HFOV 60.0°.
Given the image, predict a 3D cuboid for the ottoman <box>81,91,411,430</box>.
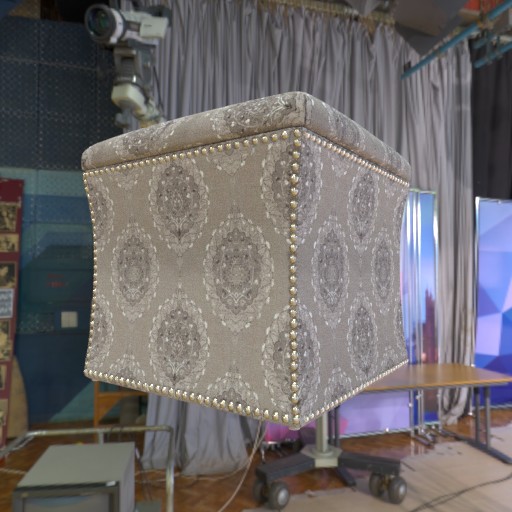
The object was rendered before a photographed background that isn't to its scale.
[{"bbox_3d":[0.000,0.000,0.895,0.507,0.473,0.497,-1,-2,35],"label":"ottoman"}]
